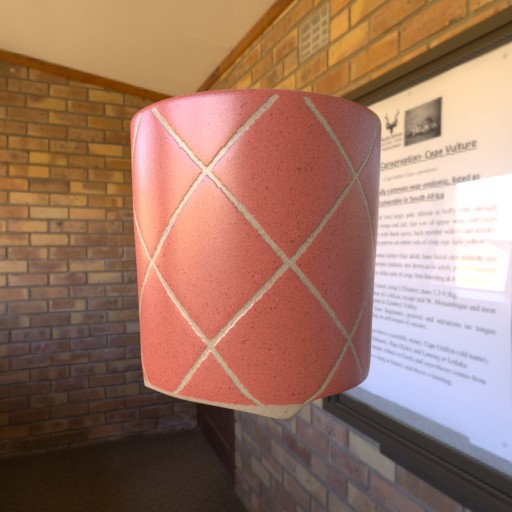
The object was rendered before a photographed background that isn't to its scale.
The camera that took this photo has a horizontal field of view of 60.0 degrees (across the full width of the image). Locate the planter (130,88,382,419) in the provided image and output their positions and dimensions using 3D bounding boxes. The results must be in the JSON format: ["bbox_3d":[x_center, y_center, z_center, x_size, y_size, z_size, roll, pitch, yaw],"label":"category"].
[{"bbox_3d":[0.000,0.000,0.419,0.227,0.235,0.227,0,1,0],"label":"planter"}]
